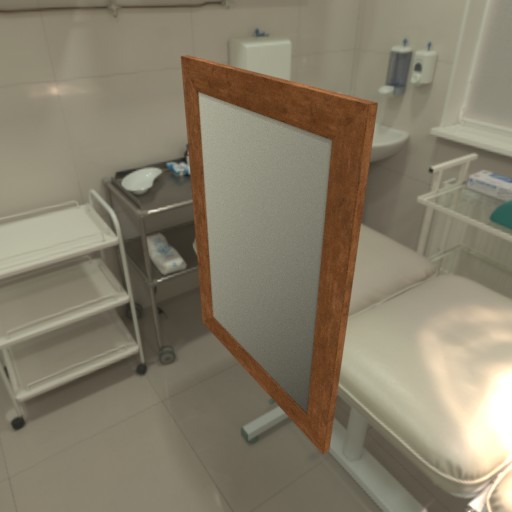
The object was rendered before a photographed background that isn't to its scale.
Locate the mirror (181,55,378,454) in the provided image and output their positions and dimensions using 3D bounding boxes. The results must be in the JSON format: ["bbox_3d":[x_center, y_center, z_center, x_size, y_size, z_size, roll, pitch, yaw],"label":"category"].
[{"bbox_3d":[0.000,0.000,1.423,0.028,1.099,0.796,-20,37,-29],"label":"mirror"}]
